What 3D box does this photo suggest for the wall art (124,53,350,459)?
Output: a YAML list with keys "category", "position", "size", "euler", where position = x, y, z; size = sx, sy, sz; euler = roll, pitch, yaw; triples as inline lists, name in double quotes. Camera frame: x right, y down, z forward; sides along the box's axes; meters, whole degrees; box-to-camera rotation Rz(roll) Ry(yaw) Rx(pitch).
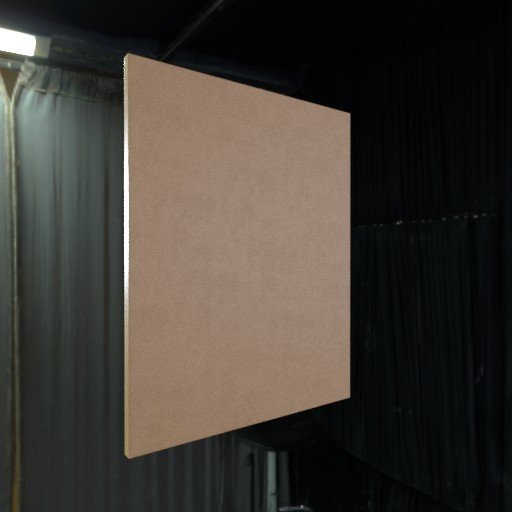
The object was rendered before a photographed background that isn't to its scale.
- category: "wall art"
  position: [0.000, 0.000, 1.340]
  size: [0.798, 1.002, 0.030]
  euler: [0, 0, -36]
